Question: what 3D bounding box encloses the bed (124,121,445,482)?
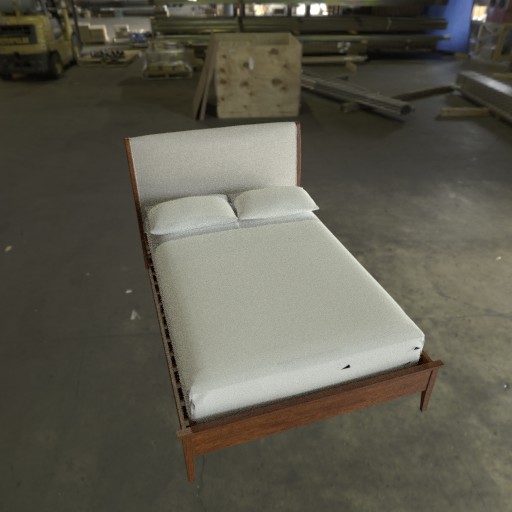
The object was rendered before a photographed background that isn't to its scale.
[{"bbox_3d":[0.000,0.000,3.293,1.612,1.250,2.380,-10,34,-15],"label":"bed"}]
